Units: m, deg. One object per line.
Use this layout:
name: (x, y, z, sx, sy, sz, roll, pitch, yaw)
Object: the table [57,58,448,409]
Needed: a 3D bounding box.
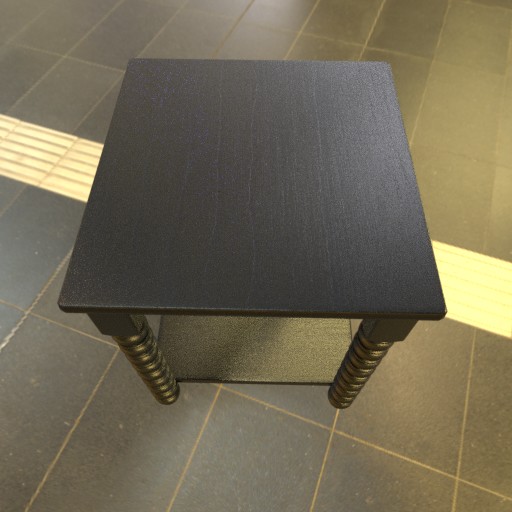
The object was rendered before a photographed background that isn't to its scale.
table: (0.000, 0.000, 0.942, 0.500, 0.567, 0.533, 1, 57, 1)
